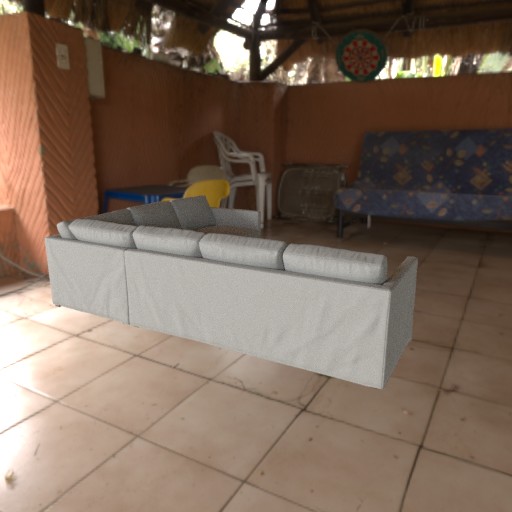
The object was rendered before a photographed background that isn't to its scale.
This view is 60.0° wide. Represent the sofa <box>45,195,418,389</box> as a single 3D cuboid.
[{"bbox_3d":[0.000,0.000,4.448,3.182,0.871,2.432,8,16,28],"label":"sofa"}]
